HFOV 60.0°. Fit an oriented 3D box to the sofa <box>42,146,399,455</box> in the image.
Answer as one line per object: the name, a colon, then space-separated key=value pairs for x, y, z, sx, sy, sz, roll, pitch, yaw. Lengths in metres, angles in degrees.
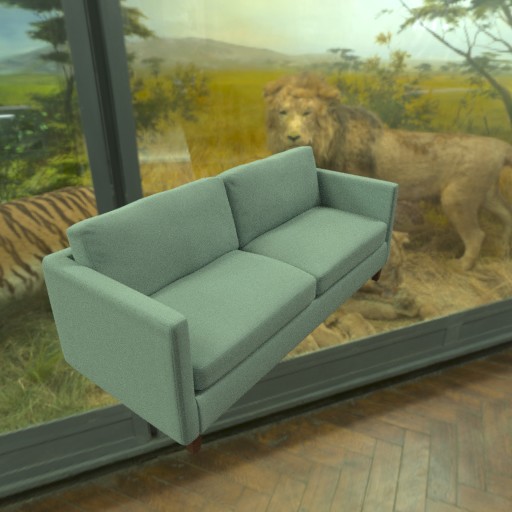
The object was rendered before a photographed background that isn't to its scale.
sofa: x=0.000 y=0.000 z=2.752 sx=0.951 sy=0.965 sz=2.208 roll=19 pitch=32 yaw=33
